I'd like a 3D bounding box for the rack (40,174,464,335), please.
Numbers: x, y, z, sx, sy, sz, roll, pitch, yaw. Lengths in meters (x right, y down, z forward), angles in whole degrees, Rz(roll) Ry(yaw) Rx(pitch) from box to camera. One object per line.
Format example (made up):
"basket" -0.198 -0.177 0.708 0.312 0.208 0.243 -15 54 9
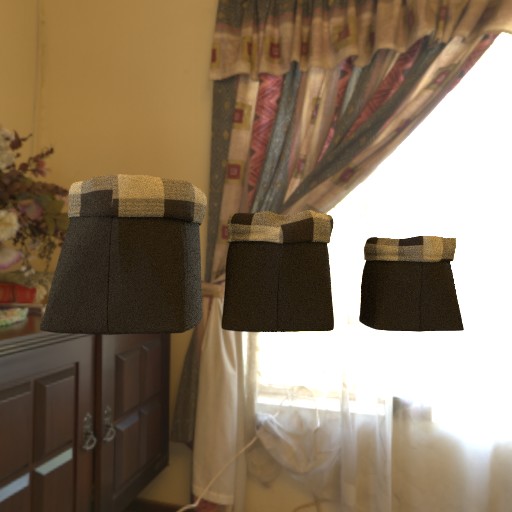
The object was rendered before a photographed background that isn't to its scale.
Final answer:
"rack" 0.000 0.000 1.049 0.889 0.329 0.370 0 0 1
